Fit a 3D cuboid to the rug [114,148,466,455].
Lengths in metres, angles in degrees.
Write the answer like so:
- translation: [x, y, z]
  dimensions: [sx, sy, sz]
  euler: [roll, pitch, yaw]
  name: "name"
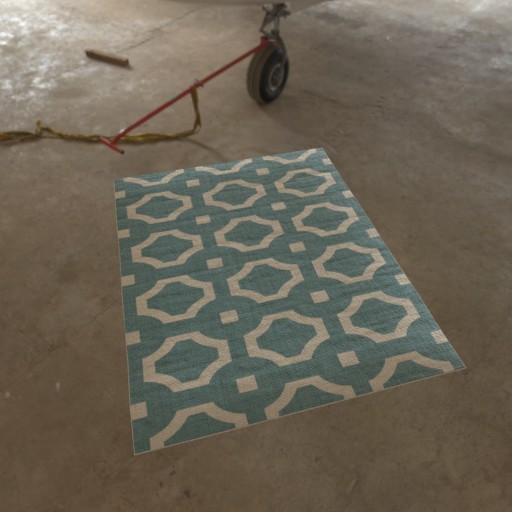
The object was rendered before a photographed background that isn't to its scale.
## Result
- translation: [0.000, 0.000, 4.120]
  dimensions: [2.466, 0.021, 3.049]
  euler: [-11, 48, -10]
  name: "rug"
